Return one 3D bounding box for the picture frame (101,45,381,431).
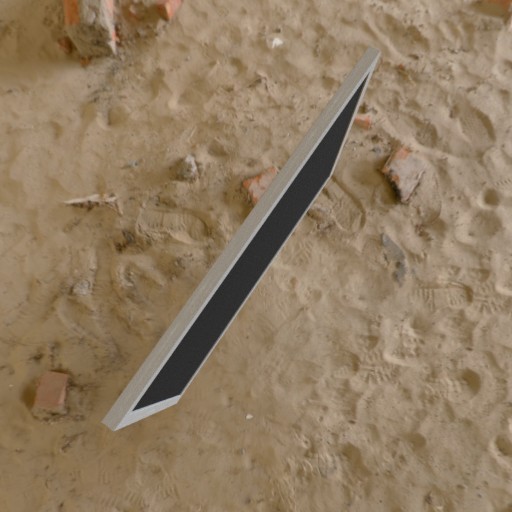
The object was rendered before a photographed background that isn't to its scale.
[{"bbox_3d":[0.000,0.000,1.195,0.029,0.640,0.950,33,78,8],"label":"picture frame"}]
